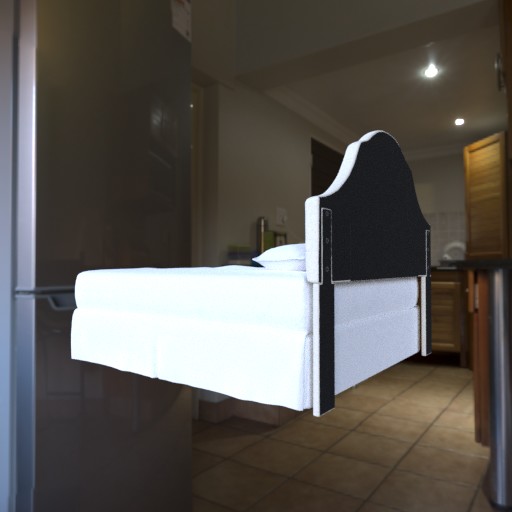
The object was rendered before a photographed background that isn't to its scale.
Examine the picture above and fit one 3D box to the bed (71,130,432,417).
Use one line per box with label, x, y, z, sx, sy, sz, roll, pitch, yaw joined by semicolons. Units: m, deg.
bed;0.000;0.000;3.598;2.214;1.615;2.008;-1;-1;37
